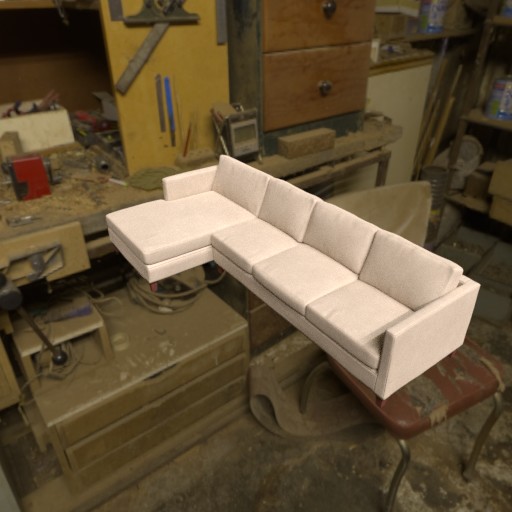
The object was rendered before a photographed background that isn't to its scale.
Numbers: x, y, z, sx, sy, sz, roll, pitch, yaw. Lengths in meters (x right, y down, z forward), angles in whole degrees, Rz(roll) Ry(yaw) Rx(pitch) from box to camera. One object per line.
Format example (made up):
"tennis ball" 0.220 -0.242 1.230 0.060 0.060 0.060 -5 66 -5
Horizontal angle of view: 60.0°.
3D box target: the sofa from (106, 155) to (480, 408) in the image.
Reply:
"sofa" 0.000 0.000 3.931 1.625 0.846 3.186 -21 37 -30
